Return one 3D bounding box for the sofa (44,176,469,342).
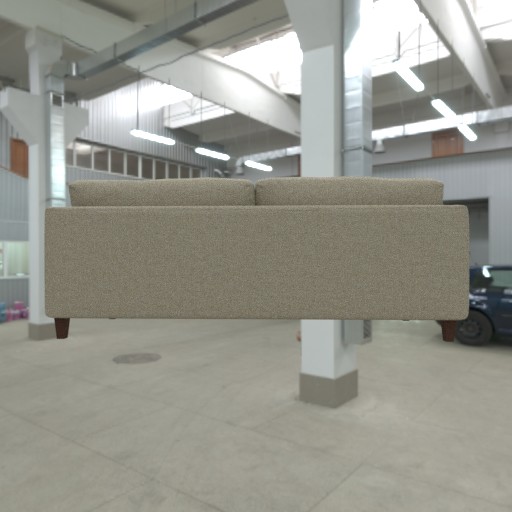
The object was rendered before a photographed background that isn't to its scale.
[{"bbox_3d":[0.000,0.000,2.964,2.434,0.965,0.951,0,0,2],"label":"sofa"}]
